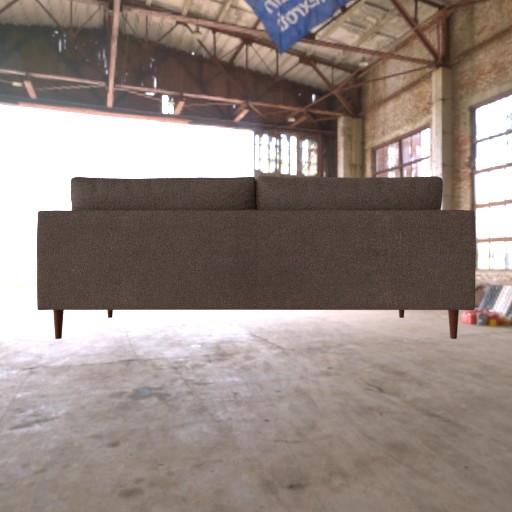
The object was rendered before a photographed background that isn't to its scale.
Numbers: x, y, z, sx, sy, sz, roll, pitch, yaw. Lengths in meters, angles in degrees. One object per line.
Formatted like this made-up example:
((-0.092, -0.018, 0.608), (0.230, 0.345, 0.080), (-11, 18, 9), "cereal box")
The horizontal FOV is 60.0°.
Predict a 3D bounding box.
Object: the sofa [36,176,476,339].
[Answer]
((0.000, 0.000, 2.742), (2.250, 0.868, 1.020), (0, 0, 0), "sofa")
